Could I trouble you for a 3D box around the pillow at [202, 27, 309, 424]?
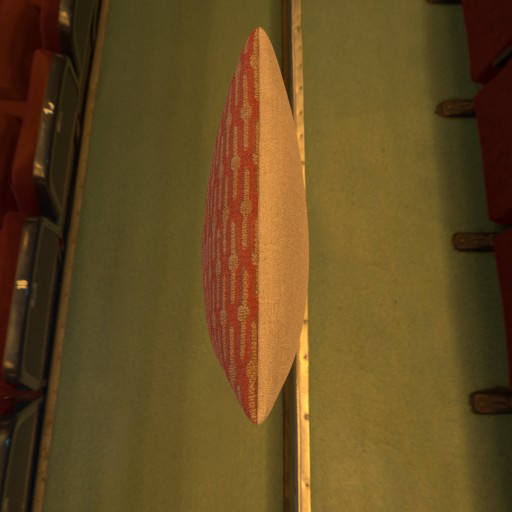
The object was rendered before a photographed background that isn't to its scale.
[{"bbox_3d":[0.000,0.000,0.771,0.182,0.503,0.511,0,75,0],"label":"pillow"}]
